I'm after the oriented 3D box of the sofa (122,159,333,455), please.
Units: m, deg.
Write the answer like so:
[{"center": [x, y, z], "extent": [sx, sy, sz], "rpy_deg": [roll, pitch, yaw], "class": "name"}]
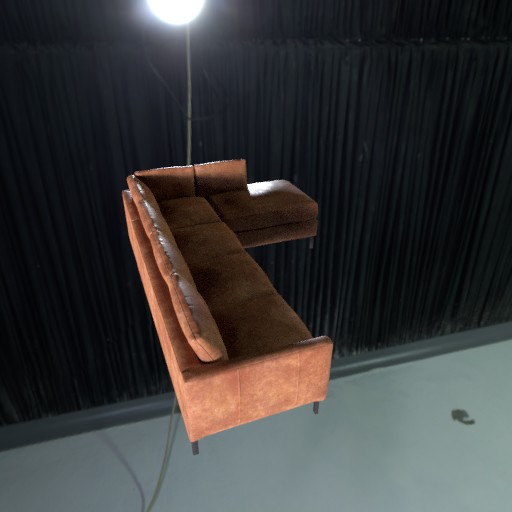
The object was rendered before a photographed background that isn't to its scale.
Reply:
[{"center": [0.000, 0.000, 3.915], "extent": [1.938, 0.877, 2.984], "rpy_deg": [-11, 31, -18], "class": "sofa"}]
